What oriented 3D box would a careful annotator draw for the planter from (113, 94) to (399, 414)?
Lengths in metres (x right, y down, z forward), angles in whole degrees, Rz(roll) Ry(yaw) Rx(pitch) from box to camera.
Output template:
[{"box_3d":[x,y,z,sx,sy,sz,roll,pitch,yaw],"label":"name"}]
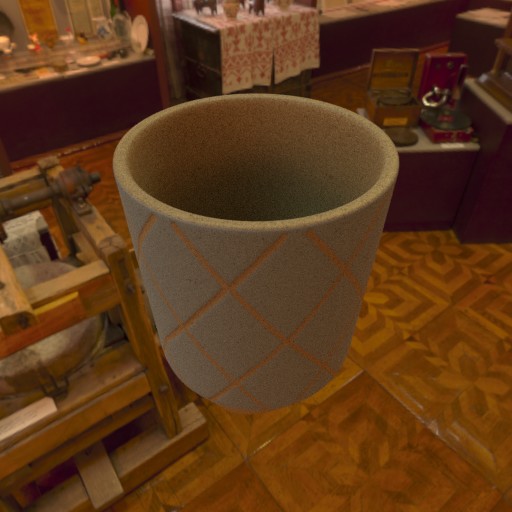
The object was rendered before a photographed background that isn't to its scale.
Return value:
[{"box_3d":[0.000,0.000,0.367,0.191,0.200,0.191,0,41,0],"label":"planter"}]
